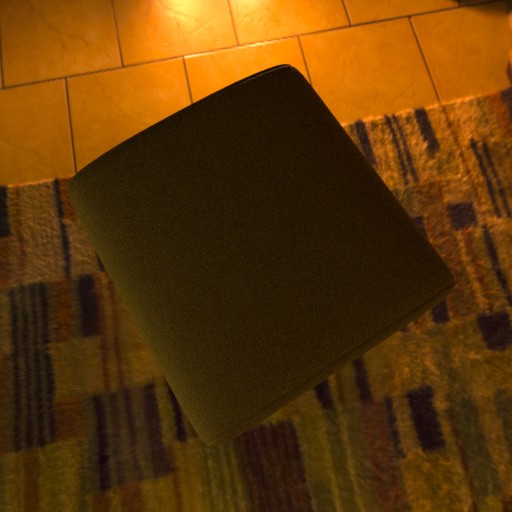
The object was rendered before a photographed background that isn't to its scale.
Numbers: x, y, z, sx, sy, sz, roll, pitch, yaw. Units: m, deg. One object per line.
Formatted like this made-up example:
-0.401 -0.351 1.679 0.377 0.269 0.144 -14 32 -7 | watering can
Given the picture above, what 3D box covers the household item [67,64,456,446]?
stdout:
0.000 0.000 0.892 0.530 0.410 0.530 -31 77 -8 | household item
